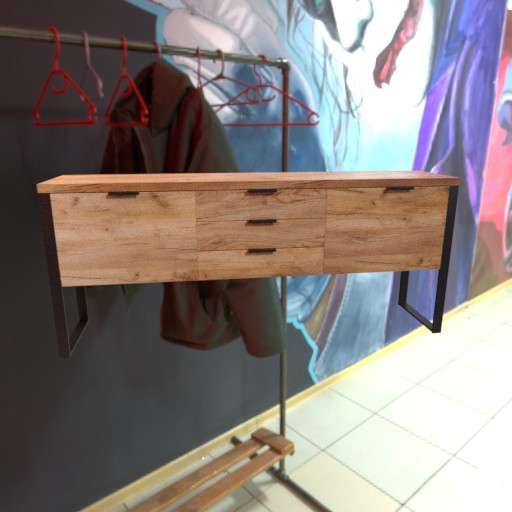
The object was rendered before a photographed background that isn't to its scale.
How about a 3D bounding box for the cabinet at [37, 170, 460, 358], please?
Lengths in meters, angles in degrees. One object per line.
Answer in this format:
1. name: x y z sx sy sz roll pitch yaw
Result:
1. cabinet: 0.000 0.000 2.148 1.800 0.762 0.395 -2 16 -8
